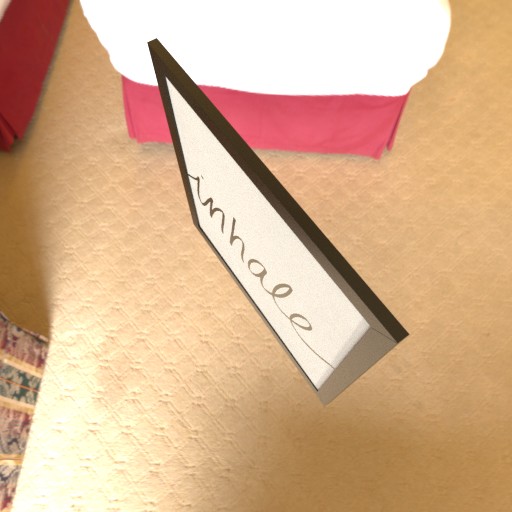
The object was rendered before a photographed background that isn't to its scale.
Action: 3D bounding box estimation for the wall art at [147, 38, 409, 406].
[{"bbox_3d":[0.000,0.000,0.658,0.014,0.445,0.446,-32,69,-14],"label":"wall art"}]
